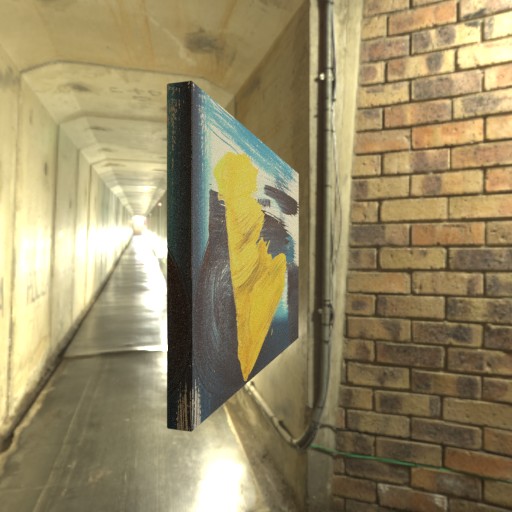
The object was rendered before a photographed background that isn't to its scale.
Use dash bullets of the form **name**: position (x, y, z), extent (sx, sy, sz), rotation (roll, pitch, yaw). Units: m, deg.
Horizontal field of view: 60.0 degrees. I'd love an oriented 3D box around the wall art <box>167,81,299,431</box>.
- **wall art**: position (0.000, 0.000, 0.808), extent (0.033, 0.406, 0.609), rotation (0, 0, 17)
